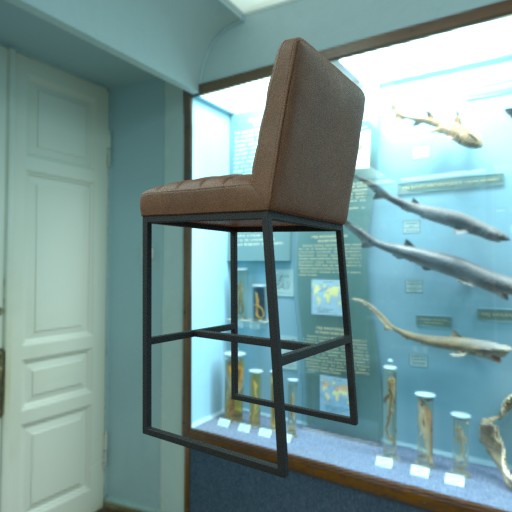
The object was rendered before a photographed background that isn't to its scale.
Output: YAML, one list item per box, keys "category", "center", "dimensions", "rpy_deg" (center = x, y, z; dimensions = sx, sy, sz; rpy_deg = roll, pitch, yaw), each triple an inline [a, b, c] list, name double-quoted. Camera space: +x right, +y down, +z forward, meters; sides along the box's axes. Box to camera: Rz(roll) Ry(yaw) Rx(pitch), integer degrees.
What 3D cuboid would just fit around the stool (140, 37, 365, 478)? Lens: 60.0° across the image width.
- category: "stool"
  center: [0.000, 0.000, 1.345]
  dimensions: [0.556, 1.040, 0.458]
  rpy_deg: [-1, -2, 35]
